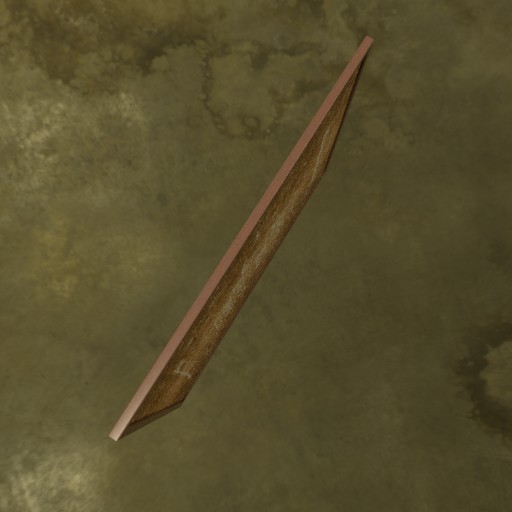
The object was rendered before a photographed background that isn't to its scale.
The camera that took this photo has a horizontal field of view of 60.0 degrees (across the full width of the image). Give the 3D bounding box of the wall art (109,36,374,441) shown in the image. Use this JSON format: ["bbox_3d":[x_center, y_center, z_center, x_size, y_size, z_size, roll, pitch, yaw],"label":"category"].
[{"bbox_3d":[0.000,0.000,0.819,0.014,0.455,0.660,31,78,7],"label":"wall art"}]
